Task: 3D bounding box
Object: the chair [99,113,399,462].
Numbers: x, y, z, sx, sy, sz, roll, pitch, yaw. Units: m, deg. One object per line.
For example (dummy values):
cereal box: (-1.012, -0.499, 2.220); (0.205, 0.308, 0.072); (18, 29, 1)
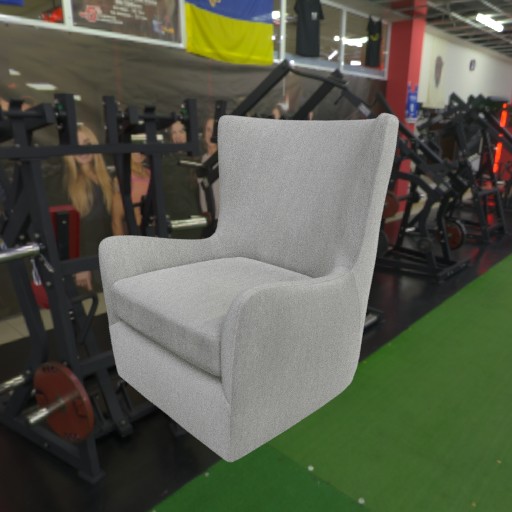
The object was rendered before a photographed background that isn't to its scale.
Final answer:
chair: (0.000, 0.000, 1.634); (0.904, 1.000, 0.779); (-16, 23, -42)
